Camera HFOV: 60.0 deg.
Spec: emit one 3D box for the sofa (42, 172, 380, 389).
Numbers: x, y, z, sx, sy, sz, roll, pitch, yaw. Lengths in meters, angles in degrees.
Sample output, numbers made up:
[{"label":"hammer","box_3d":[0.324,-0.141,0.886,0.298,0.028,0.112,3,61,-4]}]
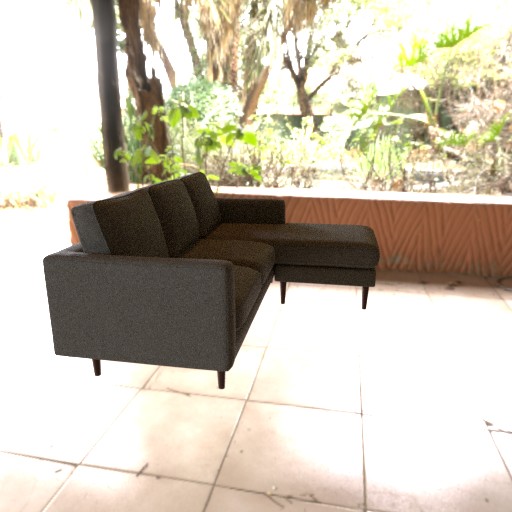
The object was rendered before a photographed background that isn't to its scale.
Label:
[{"label":"sofa","box_3d":[0.000,0.000,2.953,1.667,0.957,2.055,3,16,10]}]
